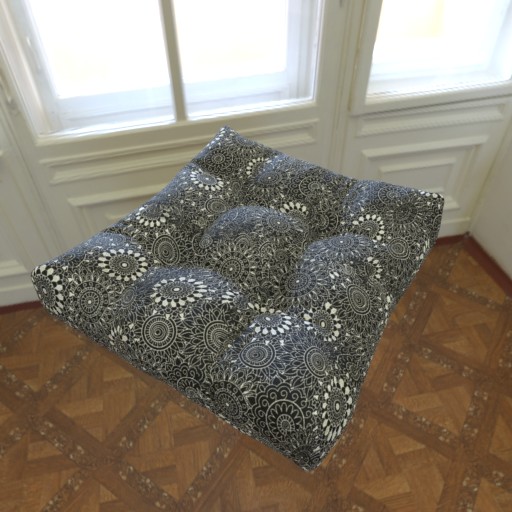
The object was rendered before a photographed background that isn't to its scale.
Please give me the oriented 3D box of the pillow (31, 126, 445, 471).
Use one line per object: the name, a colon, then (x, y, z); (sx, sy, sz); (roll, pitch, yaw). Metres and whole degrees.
pillow: (0.000, 0.000, 0.704); (0.468, 0.128, 0.490); (24, 50, 22)
